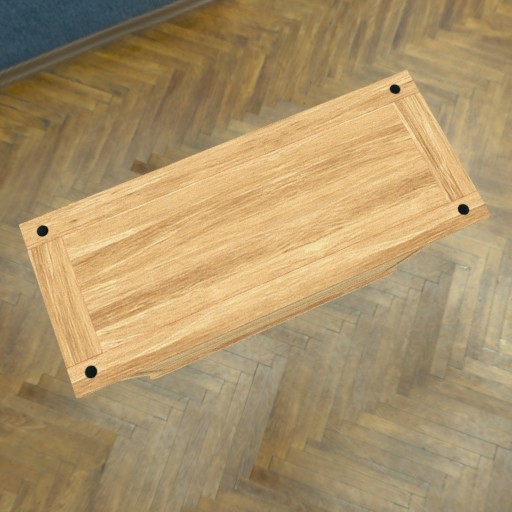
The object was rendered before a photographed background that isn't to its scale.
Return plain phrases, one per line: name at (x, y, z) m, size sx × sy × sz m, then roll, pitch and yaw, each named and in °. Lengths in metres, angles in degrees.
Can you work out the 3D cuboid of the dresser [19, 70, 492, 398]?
dresser at (0.000, 0.000, 1.359) m, size 0.990 × 0.740 × 0.410 m, roll -23°, pitch 78°, yaw -5°
